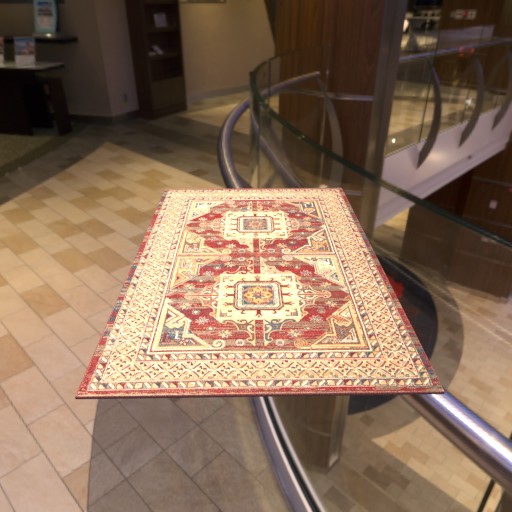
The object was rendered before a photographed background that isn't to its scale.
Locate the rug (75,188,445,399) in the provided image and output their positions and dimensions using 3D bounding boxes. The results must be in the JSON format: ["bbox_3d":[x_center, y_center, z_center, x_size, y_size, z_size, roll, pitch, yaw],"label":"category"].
[{"bbox_3d":[0.000,0.000,5.616,3.033,0.033,4.578,-1,30,-1],"label":"rug"}]
